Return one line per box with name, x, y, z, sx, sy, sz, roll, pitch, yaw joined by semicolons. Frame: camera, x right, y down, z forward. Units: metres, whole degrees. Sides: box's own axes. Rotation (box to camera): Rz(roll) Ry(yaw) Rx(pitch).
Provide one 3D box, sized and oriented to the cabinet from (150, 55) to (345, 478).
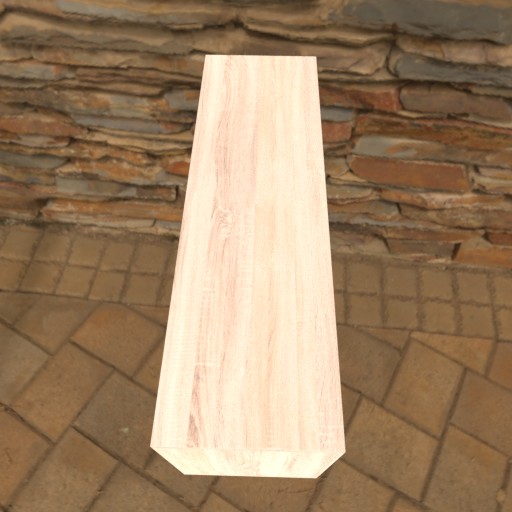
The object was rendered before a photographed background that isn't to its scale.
cabinet;0.000;0.000;1.898;0.500;0.780;1.650;1;58;1
